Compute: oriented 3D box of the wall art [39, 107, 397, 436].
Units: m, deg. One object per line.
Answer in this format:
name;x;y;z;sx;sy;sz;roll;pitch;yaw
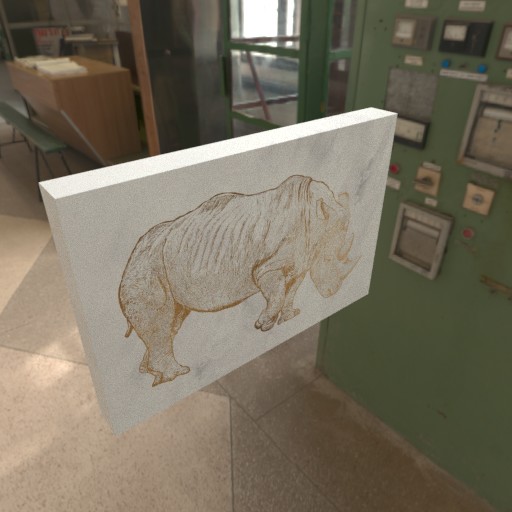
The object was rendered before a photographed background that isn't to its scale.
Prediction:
wall art;0.000;0.000;0.482;0.381;0.254;0.038;-22;38;-32
